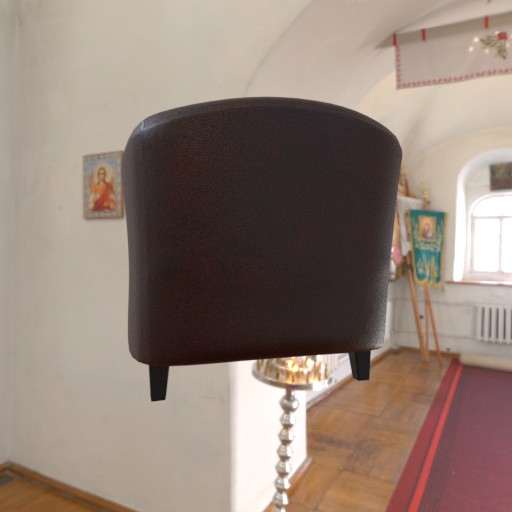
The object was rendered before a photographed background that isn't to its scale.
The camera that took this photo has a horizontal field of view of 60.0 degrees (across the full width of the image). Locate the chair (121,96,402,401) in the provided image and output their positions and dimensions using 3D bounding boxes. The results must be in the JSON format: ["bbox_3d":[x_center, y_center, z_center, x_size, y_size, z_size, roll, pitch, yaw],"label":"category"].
[{"bbox_3d":[0.000,0.000,1.367,0.792,0.756,0.727,0,2,-17],"label":"chair"}]
